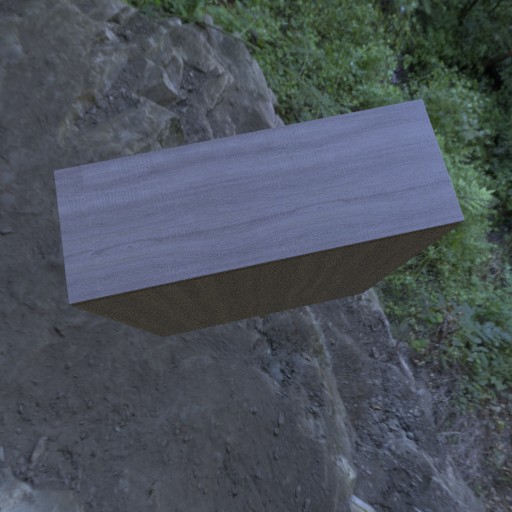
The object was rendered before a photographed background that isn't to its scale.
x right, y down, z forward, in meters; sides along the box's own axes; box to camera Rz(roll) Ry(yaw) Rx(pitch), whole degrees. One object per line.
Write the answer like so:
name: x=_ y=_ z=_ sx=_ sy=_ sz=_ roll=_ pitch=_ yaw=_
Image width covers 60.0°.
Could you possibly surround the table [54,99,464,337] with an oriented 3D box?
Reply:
table: x=0.000 y=0.000 z=1.932 sx=1.111 sy=1.388 sz=0.398 roll=-12 pitch=76 yaw=-3
